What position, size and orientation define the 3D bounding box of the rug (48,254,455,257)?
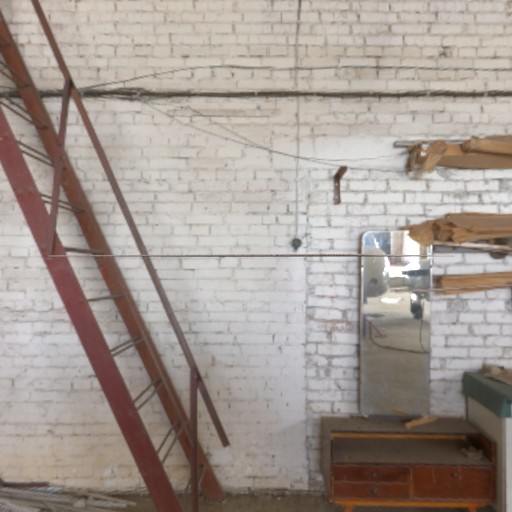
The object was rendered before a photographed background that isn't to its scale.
[{"bbox_3d":[0.000,0.000,4.227,3.035,0.008,2.425,0,0,36],"label":"rug"}]
